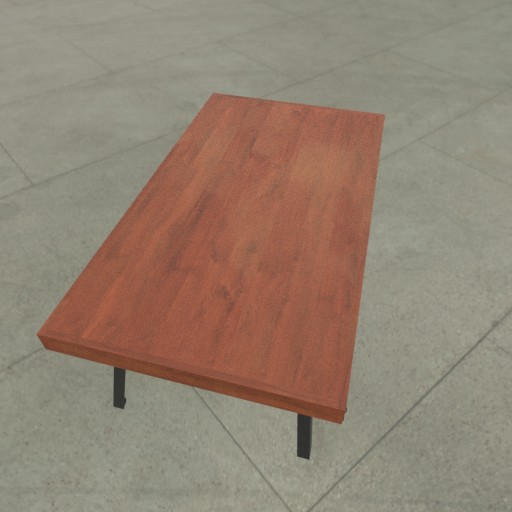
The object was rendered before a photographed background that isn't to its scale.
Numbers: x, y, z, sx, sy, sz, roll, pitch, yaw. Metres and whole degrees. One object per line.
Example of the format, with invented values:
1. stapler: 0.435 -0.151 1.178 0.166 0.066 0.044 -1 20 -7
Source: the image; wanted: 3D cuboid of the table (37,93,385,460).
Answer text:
1. table: 0.000 0.000 1.338 0.610 0.457 1.067 11 47 10
